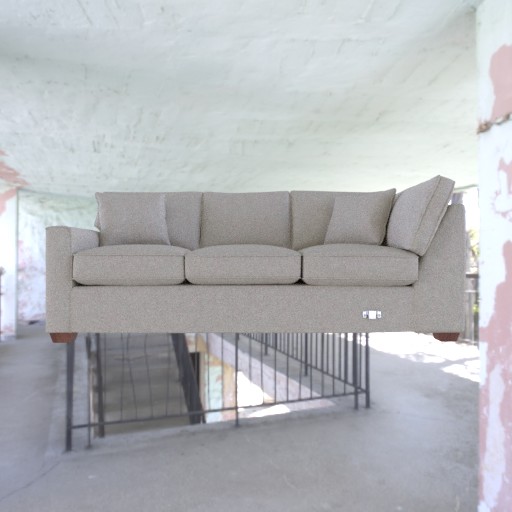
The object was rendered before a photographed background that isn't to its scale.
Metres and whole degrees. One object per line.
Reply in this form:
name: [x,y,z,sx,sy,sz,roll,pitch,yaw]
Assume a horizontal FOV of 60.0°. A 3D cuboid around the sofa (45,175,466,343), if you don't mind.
sofa: [0.000,0.000,2.888,2.317,0.962,1.061,0,0,0]
